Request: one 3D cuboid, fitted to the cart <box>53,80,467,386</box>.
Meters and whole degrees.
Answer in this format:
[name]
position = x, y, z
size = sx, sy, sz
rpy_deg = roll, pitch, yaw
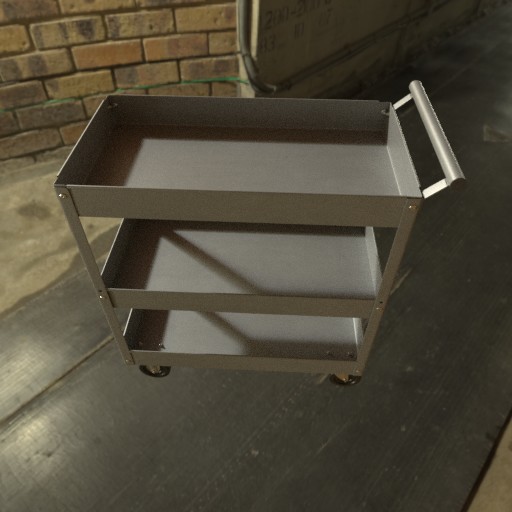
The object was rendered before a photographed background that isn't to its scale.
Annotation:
[cart]
position = 0.000, 0.000, 1.145
size = 0.719, 0.780, 0.366
rpy_deg = 2, 46, 2
